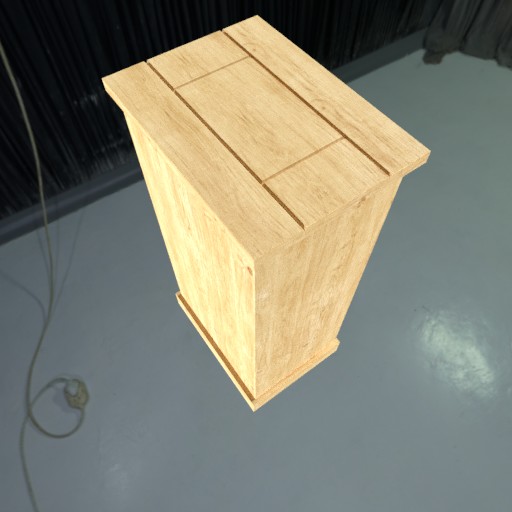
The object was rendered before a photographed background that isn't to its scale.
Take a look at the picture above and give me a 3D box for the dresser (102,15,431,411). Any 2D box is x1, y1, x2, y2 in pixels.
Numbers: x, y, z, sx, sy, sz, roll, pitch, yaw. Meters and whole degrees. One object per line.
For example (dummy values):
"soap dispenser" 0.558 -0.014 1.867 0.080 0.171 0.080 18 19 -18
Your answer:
"dresser" 0.000 0.000 1.289 0.390 1.041 0.531 -31 63 -18
